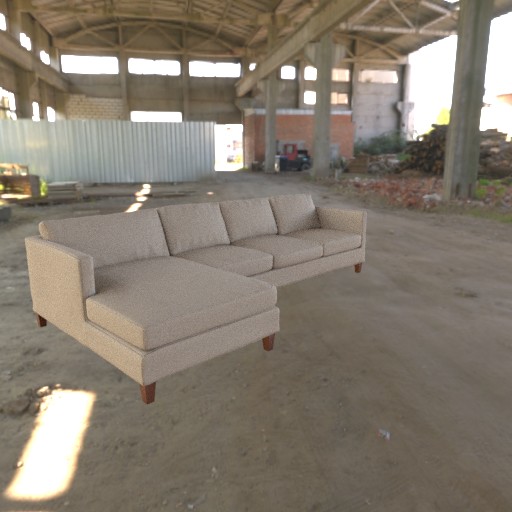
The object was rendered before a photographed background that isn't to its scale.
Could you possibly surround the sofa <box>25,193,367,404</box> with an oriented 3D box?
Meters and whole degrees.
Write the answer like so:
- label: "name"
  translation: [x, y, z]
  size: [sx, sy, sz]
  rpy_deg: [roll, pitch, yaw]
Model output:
- label: "sofa"
  translation: [0.000, 0.000, 3.820]
  size: [3.186, 0.846, 1.625]
  rpy_deg: [-12, 18, -43]
